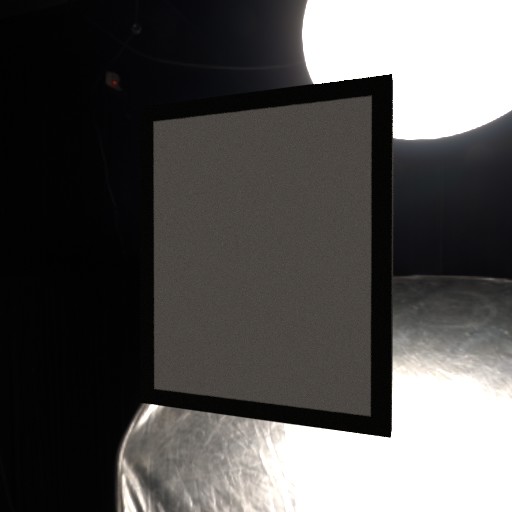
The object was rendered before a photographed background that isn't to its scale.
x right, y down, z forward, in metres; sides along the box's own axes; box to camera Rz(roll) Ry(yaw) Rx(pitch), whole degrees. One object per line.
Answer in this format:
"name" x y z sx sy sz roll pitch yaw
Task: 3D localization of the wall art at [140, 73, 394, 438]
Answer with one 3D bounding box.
"wall art" 0.000 0.000 0.558 0.329 0.404 0.024 0 1 20
